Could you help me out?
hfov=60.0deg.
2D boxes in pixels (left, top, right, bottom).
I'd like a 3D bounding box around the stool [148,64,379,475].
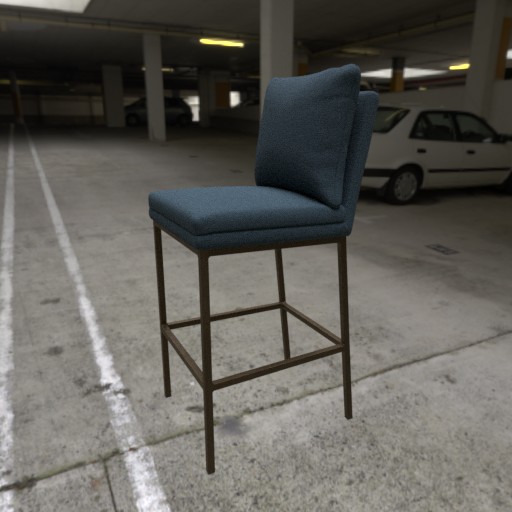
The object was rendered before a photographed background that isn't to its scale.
[{"bbox_3d":[0.000,0.000,1.425,0.568,1.124,0.463,-8,18,-26],"label":"stool"}]
